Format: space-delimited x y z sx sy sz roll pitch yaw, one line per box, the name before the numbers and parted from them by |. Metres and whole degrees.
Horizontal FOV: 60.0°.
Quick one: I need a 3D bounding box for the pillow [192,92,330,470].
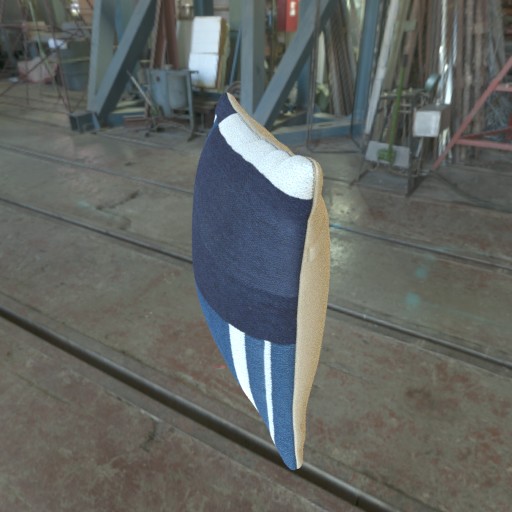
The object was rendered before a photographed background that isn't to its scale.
pillow | 0.000 0.000 0.812 0.229 0.506 0.536 -7 31 -12
